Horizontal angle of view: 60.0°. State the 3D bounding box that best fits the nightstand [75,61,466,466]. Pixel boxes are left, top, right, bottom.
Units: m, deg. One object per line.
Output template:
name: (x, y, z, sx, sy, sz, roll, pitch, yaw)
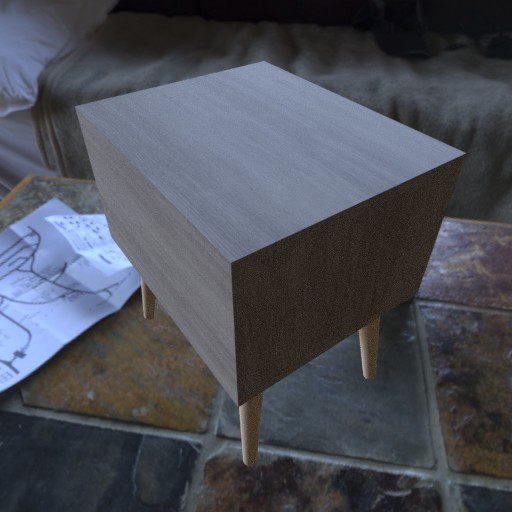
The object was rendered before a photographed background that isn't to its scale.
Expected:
nightstand: (0.000, 0.000, 0.809, 0.380, 0.500, 0.450, -25, 47, -26)
